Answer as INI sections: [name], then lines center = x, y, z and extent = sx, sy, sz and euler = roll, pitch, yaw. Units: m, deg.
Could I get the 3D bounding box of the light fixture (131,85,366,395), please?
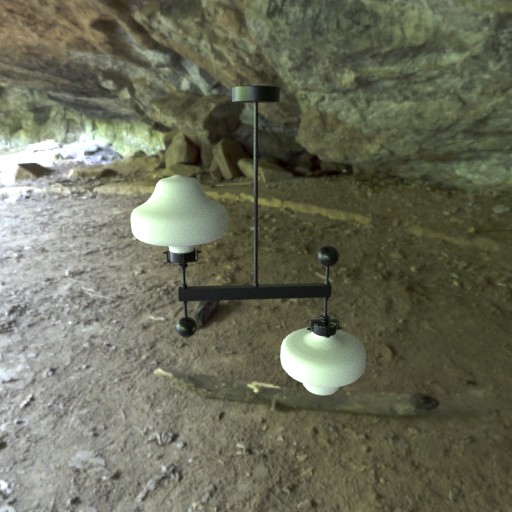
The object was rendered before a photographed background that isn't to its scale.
[light fixture]
center = 0.000, 0.000, 1.041
extent = 0.489, 0.743, 0.422
euler = -15, 23, -39
